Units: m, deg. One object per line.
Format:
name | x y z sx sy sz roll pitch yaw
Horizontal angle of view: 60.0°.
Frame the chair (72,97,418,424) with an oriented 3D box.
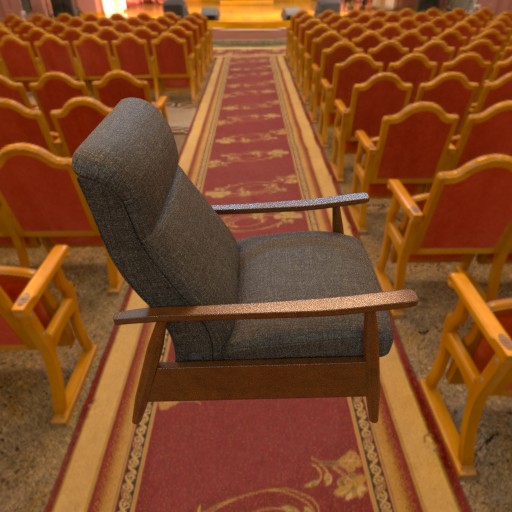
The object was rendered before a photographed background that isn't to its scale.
chair | 0.000 0.000 1.732 1.014 1.082 0.762 0 34 0
